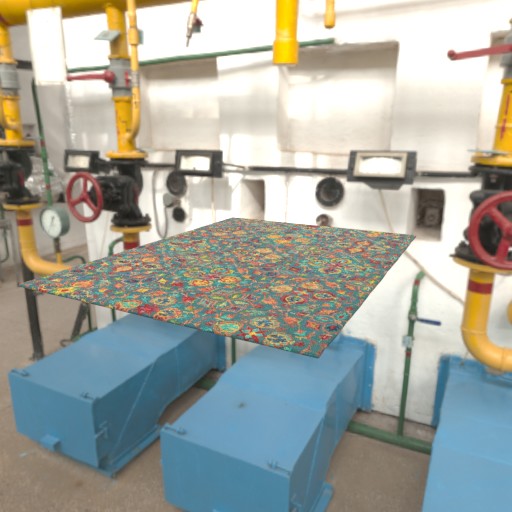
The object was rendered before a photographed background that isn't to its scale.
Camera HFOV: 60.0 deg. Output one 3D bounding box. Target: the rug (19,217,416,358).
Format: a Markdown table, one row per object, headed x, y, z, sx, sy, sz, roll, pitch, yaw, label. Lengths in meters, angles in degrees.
| x | y | z | sx | sy | sz | roll | pitch | yaw | label |
| --- | --- | --- | --- | --- | --- | --- | --- | --- | --- |
| 0.000 | 0.000 | 4.212 | 2.434 | 0.025 | 3.204 | 8 | 17 | 27 | rug |
